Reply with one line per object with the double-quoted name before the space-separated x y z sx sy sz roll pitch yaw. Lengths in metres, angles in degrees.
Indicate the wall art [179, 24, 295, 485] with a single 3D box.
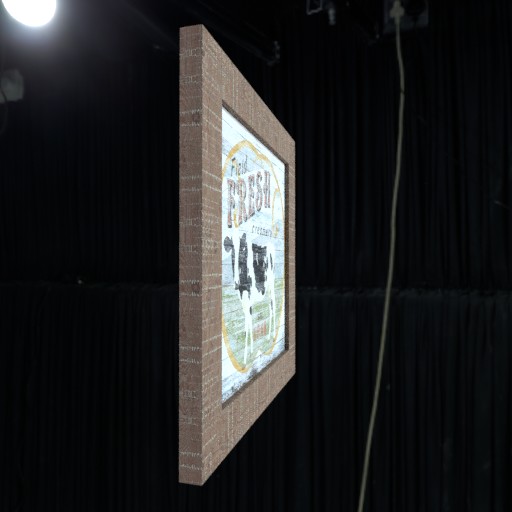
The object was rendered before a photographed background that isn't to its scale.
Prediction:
"wall art" 0.000 0.000 0.768 0.029 0.531 0.531 0 -1 17
